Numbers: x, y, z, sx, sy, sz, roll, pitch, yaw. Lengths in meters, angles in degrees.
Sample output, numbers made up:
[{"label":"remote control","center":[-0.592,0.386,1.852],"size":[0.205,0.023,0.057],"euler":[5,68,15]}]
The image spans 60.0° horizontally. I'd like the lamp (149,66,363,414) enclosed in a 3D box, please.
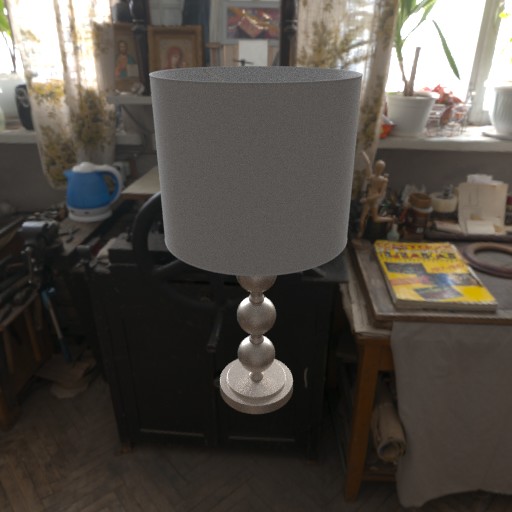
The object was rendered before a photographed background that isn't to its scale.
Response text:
[{"label":"lamp","center":[0.000,0.000,0.702],"size":[0.277,0.538,0.277],"euler":[-18,31,-32]}]
